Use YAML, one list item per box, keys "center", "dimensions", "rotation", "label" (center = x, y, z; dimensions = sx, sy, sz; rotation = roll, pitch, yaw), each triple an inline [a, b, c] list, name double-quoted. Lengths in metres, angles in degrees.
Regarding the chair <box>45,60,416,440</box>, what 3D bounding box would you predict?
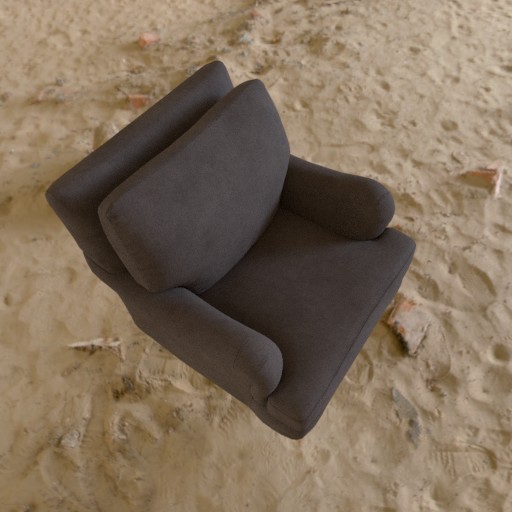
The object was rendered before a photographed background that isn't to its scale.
- center: [0.000, 0.000, 1.799]
  dimensions: [1.070, 0.997, 0.955]
  rotation: [31, 62, 19]
  label: "chair"
